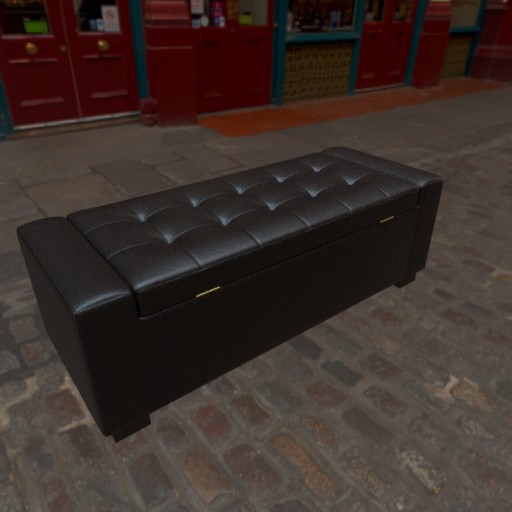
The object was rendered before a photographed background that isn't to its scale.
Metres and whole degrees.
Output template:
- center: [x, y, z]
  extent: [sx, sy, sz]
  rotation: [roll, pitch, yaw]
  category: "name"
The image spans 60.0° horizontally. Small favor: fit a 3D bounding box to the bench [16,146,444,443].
- center: [0.000, 0.000, 1.488]
  extent: [1.296, 0.445, 0.508]
  rotation: [-21, 36, -32]
  category: "bench"
